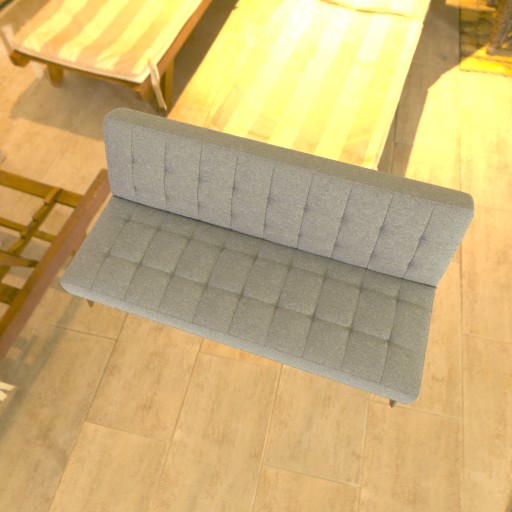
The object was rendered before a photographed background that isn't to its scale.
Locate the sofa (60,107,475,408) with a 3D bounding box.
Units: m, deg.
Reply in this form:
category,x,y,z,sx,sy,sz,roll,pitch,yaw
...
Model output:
category,x,y,z,sx,sy,sz,roll,pitch,yaw
sofa,0.000,0.000,2.223,1.800,0.810,0.860,16,61,9
